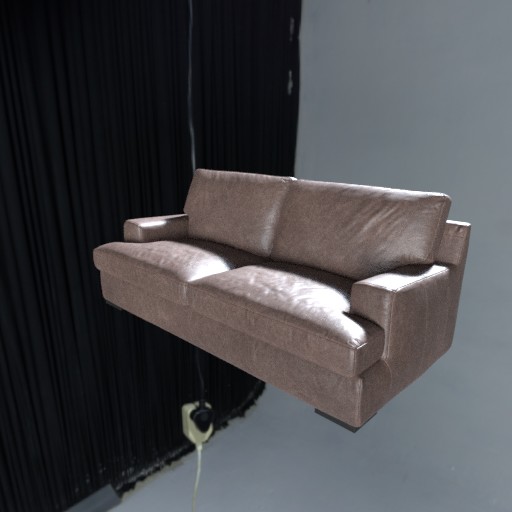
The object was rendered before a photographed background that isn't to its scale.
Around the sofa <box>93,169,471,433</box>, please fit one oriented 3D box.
[{"bbox_3d":[0.000,0.000,2.821,2.261,0.941,1.143,15,22,42],"label":"sofa"}]
